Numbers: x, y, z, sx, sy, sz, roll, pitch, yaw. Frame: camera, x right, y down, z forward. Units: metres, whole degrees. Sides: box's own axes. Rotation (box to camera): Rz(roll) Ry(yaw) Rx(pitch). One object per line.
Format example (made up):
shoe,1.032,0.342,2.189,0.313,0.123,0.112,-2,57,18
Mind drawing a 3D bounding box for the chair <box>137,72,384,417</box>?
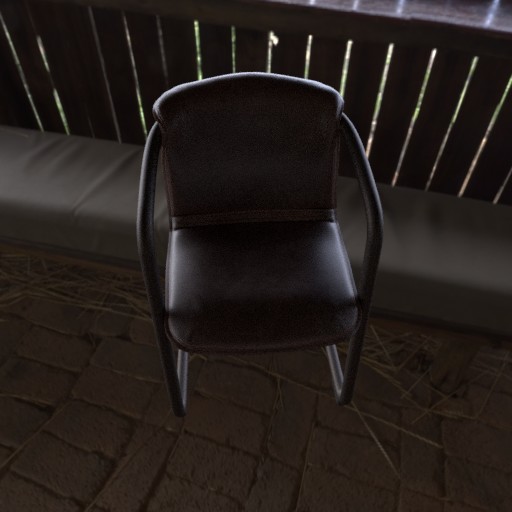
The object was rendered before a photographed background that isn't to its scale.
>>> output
chair,0.000,0.000,1.263,0.536,0.836,0.664,-3,46,-3
